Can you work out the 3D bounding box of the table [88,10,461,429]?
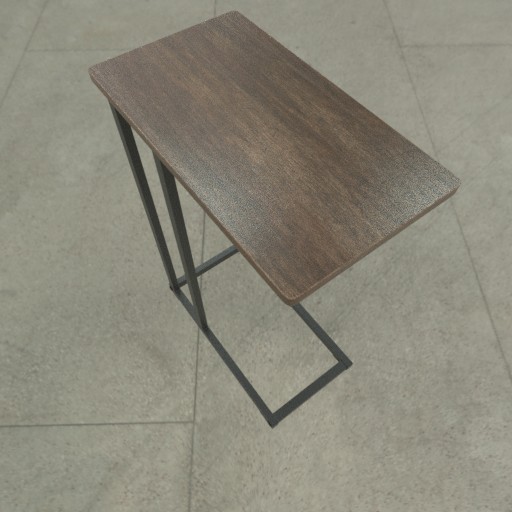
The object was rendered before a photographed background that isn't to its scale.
[{"bbox_3d":[0.000,0.000,0.826,0.254,0.637,0.450,-32,63,-19],"label":"table"}]
